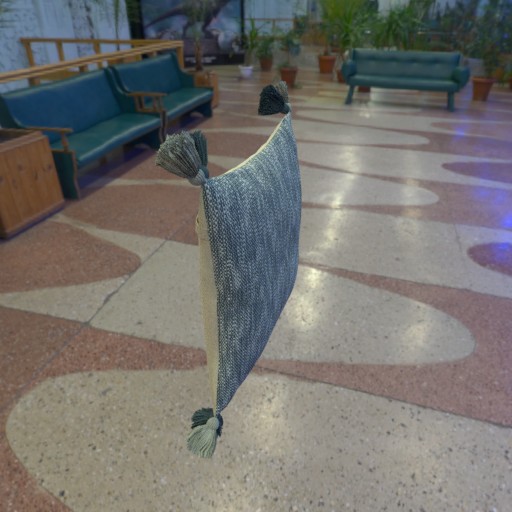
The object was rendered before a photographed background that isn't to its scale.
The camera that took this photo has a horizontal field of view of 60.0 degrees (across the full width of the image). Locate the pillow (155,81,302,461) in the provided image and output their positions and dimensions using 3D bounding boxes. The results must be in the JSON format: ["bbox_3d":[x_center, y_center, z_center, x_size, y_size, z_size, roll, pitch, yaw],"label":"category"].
[{"bbox_3d":[0.000,0.000,0.925,0.138,0.634,0.614,10,31,16],"label":"pillow"}]
